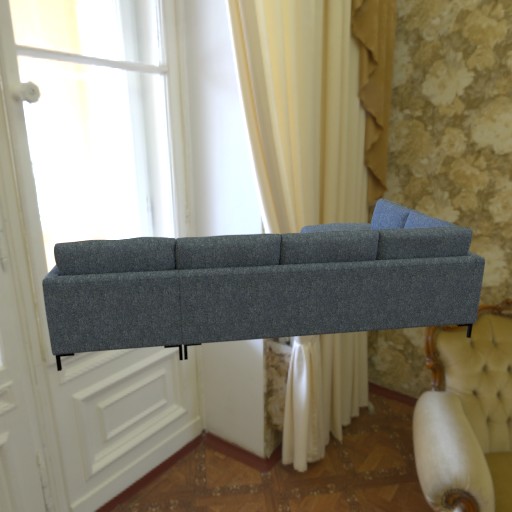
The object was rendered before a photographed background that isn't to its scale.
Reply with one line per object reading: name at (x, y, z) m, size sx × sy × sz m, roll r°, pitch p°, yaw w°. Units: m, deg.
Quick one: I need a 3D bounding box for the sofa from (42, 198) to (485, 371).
sofa at (0.000, 0.000, 3.553) m, size 2.737 × 0.756 × 1.879 m, roll -3°, pitch 16°, yaw -9°
